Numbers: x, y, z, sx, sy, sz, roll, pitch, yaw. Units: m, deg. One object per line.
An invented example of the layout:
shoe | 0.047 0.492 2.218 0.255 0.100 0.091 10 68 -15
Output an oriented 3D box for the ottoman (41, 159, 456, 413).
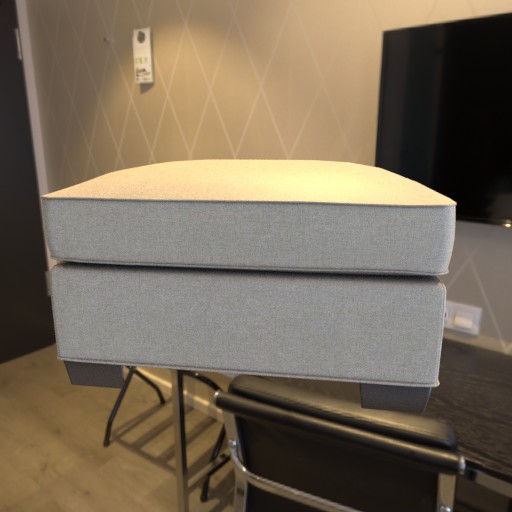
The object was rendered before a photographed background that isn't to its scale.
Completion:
ottoman | 0.000 0.000 1.197 0.843 0.504 0.619 2 15 8
